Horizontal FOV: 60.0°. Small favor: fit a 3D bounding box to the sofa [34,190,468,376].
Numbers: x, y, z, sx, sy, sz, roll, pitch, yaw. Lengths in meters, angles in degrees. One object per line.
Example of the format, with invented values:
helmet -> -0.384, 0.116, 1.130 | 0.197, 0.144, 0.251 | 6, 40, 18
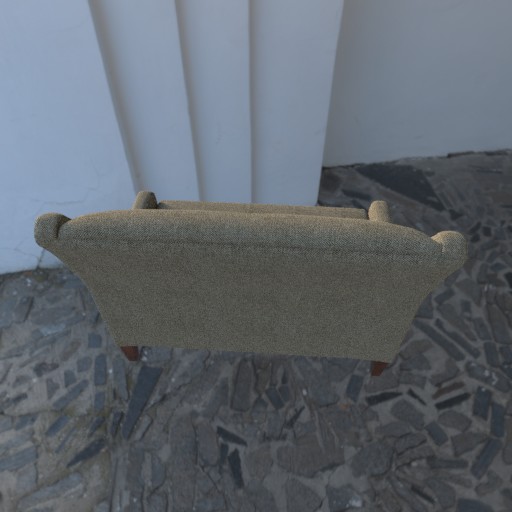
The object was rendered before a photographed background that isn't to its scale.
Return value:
sofa -> 0.000, 0.000, 1.860 | 1.242, 1.021, 0.870 | 3, 46, 3
